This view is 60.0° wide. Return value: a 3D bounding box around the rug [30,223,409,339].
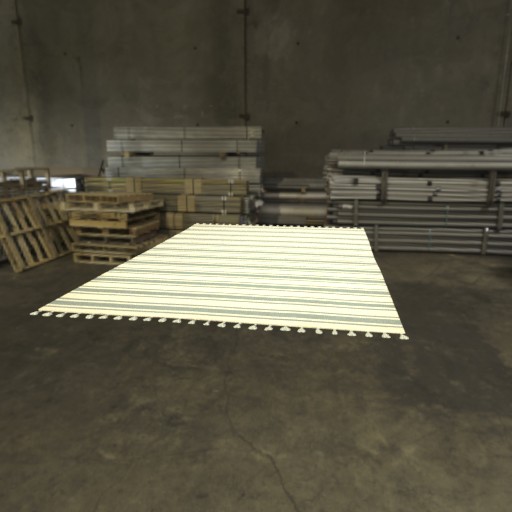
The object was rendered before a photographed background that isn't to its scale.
[{"bbox_3d":[0.000,0.000,2.896,1.539,0.011,2.410,2,14,9],"label":"rug"}]
